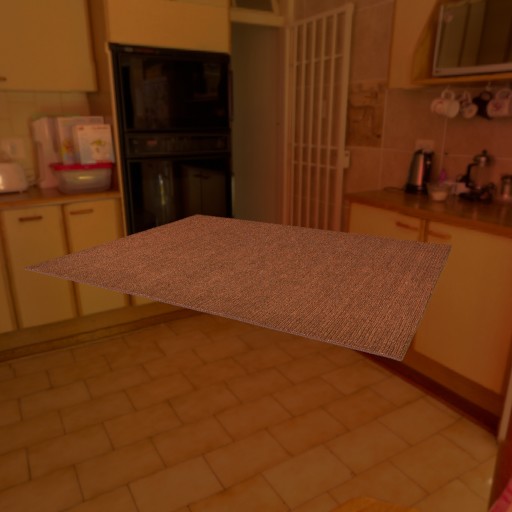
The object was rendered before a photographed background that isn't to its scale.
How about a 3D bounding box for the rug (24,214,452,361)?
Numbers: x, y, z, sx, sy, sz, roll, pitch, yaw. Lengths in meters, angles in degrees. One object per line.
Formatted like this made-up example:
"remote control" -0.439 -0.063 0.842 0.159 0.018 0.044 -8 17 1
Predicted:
"rug" 0.000 0.000 4.010 3.068 0.021 2.456 9 20 27
